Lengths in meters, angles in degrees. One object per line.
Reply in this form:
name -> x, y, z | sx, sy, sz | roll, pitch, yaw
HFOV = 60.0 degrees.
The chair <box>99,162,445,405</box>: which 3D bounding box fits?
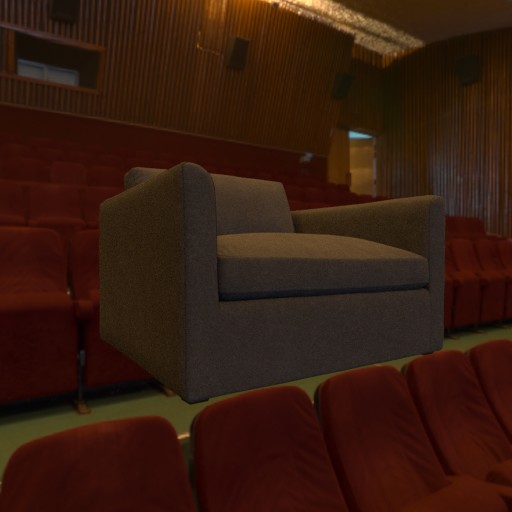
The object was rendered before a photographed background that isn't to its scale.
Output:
chair -> 0.000, 0.000, 1.918 | 1.190, 0.845, 1.091 | 0, 0, -35
